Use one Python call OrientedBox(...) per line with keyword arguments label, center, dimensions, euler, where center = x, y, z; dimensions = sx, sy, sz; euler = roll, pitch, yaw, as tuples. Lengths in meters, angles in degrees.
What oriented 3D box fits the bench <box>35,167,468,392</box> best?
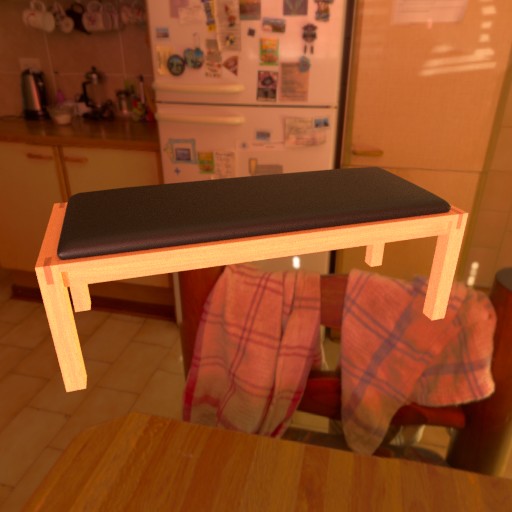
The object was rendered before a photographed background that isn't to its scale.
OrientedBox(label="bench", center=(0.000, 0.000, 1.445), dimensions=(1.202, 0.430, 0.450), euler=(-8, 28, -15))
